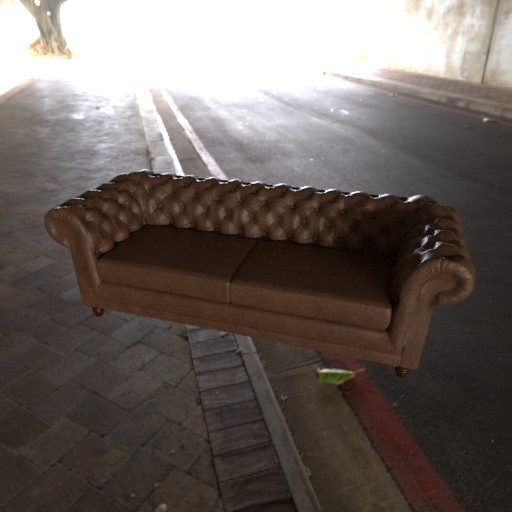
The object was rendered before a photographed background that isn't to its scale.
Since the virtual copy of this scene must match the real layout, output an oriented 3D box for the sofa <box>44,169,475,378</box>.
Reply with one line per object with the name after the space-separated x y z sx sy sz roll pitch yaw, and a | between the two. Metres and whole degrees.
0.000 0.000 2.829 2.385 0.783 0.944 8 28 16 | sofa
